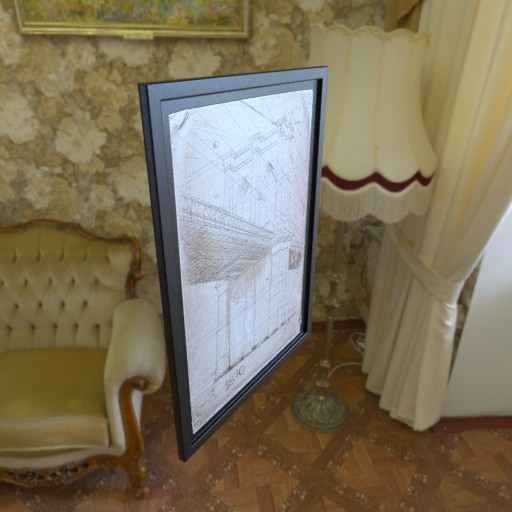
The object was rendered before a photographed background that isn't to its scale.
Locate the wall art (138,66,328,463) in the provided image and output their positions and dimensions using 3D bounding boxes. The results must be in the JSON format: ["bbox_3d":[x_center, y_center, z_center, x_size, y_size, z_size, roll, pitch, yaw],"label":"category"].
[{"bbox_3d":[0.000,0.000,0.857,0.016,0.657,0.480,17,31,31],"label":"wall art"}]
